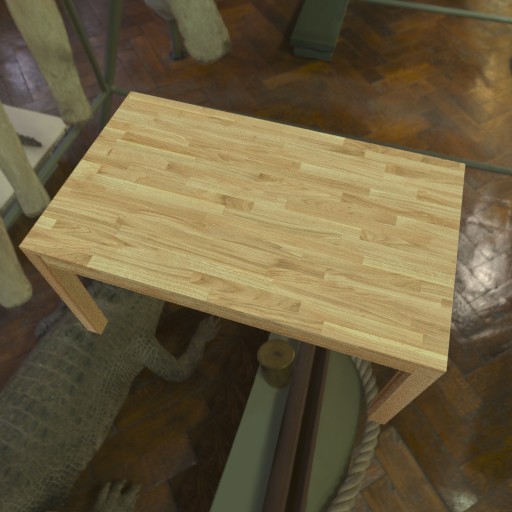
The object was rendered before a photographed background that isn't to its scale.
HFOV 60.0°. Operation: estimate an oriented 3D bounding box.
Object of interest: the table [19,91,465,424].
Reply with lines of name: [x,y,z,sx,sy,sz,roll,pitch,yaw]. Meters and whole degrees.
table: [0.000,0.000,2.022,1.500,0.770,0.900,15,59,9]
